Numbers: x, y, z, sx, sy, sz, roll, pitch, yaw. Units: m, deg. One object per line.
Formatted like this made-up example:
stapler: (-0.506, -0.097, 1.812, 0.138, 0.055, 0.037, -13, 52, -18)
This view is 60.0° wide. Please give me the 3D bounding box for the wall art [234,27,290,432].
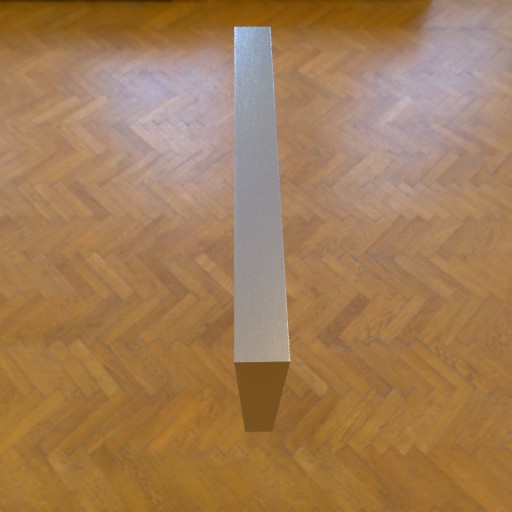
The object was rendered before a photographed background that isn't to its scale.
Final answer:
wall art: (0.000, 0.000, 0.528, 0.038, 0.350, 0.350, -1, 61, -1)
